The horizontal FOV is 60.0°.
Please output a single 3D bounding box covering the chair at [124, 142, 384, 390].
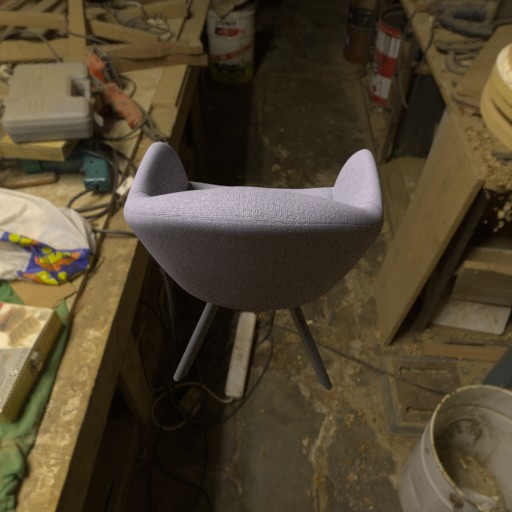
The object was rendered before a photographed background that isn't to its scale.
[{"bbox_3d":[0.000,0.000,1.194,0.590,0.795,0.550,3,48,2],"label":"chair"}]
